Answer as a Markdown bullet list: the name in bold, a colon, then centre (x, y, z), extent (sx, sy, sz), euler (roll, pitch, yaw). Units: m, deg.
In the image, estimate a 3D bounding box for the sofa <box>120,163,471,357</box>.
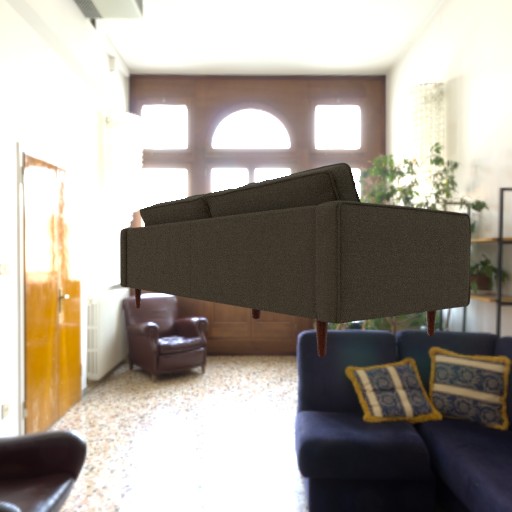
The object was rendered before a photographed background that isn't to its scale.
- **sofa**: centre (0.000, 0.000, 2.675), extent (0.914, 0.762, 2.198), euler (0, 0, -36)
